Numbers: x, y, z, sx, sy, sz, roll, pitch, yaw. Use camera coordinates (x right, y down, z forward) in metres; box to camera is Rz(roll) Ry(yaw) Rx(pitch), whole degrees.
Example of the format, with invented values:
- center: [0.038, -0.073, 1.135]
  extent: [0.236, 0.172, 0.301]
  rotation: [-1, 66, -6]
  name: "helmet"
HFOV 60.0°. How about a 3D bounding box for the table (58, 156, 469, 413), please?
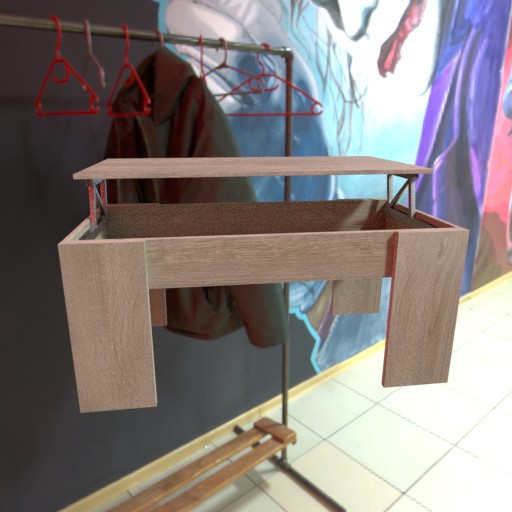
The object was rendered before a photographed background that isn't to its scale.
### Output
- center: [0.000, 0.000, 1.432]
  extent: [1.000, 0.570, 0.711]
  rotation: [-2, 17, -7]
  name: "table"
